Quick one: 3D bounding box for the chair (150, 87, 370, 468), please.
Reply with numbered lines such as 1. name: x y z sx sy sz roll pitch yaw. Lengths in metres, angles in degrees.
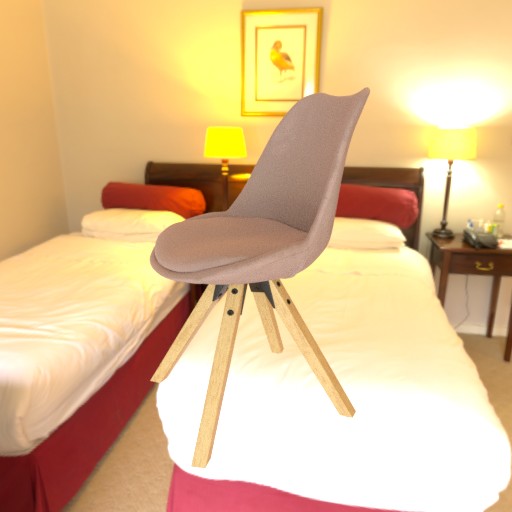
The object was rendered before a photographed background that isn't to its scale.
1. chair: 0.000 0.000 1.187 0.550 0.850 0.485 -8 18 -25
